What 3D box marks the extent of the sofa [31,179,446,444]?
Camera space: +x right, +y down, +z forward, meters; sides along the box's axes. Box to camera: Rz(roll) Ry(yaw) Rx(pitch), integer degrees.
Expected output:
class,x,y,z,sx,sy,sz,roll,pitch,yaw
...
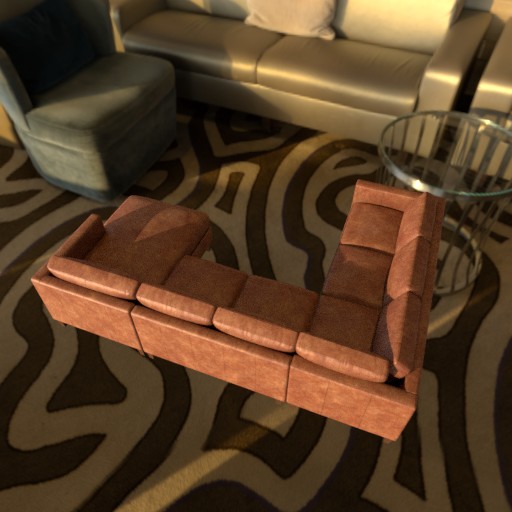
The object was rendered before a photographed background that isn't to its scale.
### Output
class,x,y,z,sx,sy,sz,roll,pitch,yaw
sofa,0.000,0.000,4.474,3.324,0.888,2.452,16,49,14
